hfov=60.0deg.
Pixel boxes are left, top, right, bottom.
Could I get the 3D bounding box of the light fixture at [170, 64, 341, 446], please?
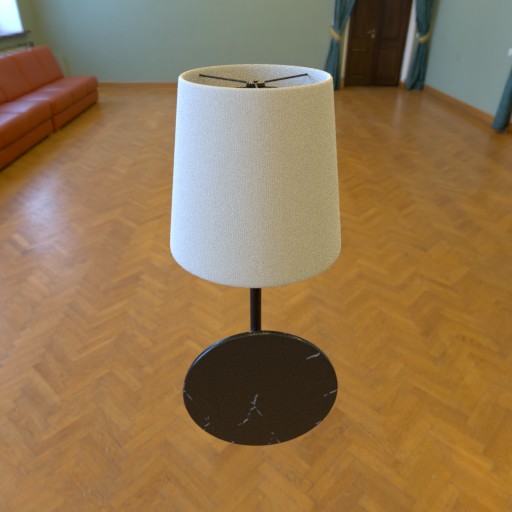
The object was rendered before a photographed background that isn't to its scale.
[{"bbox_3d":[0.000,0.000,0.443,0.168,0.337,0.188,-1,30,-2],"label":"light fixture"}]
